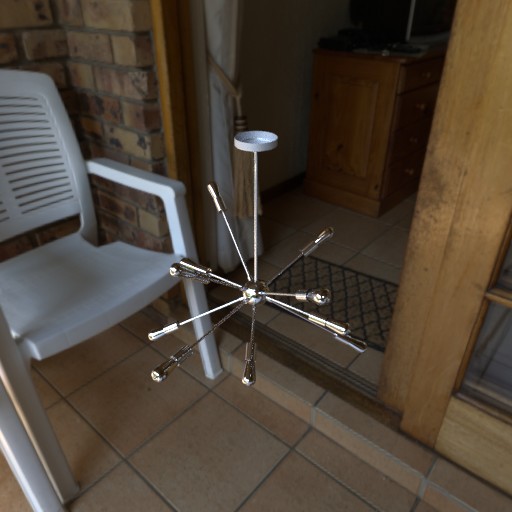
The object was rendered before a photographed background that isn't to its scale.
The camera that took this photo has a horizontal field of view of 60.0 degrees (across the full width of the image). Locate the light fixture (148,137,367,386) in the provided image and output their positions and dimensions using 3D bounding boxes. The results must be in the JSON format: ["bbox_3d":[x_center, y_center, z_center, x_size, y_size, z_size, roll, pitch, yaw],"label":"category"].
[{"bbox_3d":[0.000,0.000,1.034,0.509,0.558,0.684,20,37,29],"label":"light fixture"}]
